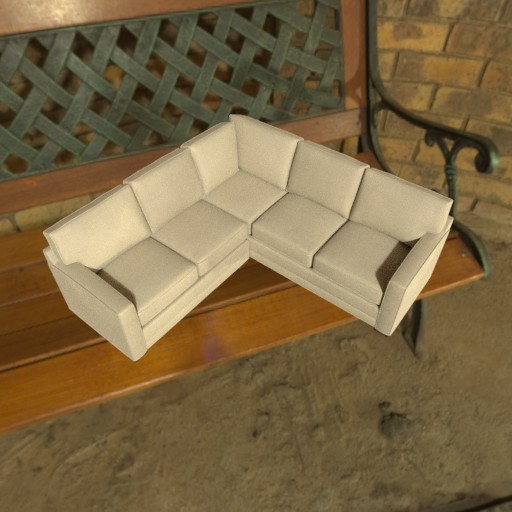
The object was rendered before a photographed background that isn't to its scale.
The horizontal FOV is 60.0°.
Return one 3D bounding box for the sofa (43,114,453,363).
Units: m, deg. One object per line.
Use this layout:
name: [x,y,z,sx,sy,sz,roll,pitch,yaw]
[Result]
sofa: [0.000,0.000,3.439,2.189,0.939,2.182,29,52,26]
